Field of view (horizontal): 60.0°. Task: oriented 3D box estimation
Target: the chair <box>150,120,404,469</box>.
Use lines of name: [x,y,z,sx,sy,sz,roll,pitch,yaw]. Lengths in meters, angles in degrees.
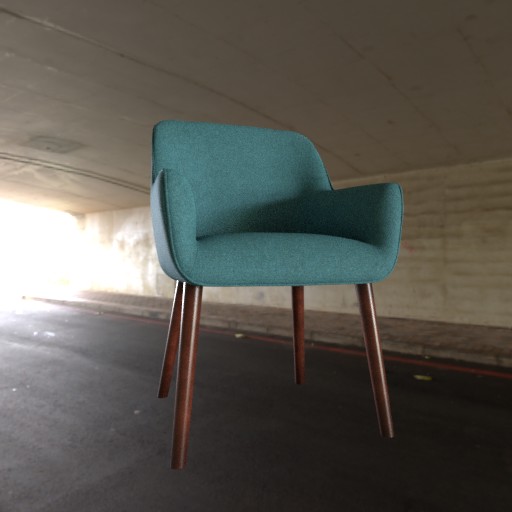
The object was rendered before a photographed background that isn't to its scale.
chair: [0.000,0.000,1.141,0.543,0.803,0.519,0,0,-18]
